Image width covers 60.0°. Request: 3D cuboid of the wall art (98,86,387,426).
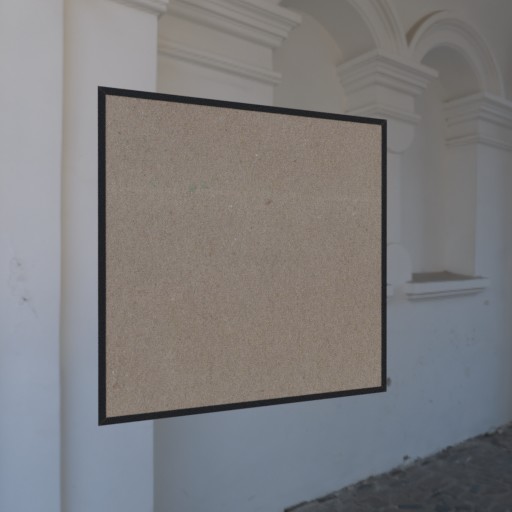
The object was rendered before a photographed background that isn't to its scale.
[{"bbox_3d":[0.000,0.000,1.135,0.762,0.762,0.038,0,0,-19],"label":"wall art"}]
